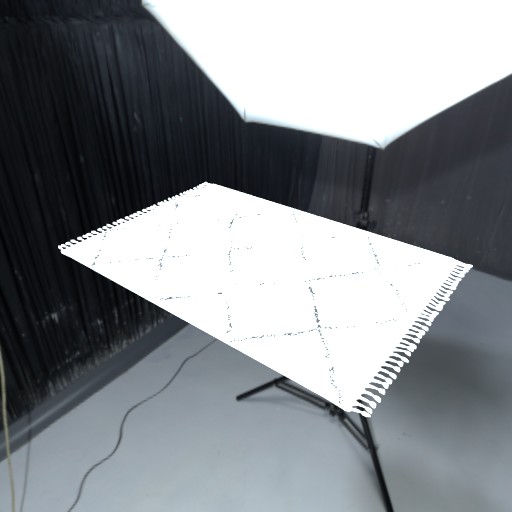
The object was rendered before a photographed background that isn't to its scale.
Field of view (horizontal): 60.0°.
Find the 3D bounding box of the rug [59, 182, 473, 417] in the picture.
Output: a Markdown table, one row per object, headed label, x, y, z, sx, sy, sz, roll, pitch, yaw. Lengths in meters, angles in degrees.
| label | x | y | z | sx | sy | sz | roll | pitch | yaw |
| --- | --- | --- | --- | --- | --- | --- | --- | --- | --- |
| rug | 0.000 | 0.000 | 2.894 | 2.307 | 0.031 | 1.494 | 22 | 37 | 32 |
